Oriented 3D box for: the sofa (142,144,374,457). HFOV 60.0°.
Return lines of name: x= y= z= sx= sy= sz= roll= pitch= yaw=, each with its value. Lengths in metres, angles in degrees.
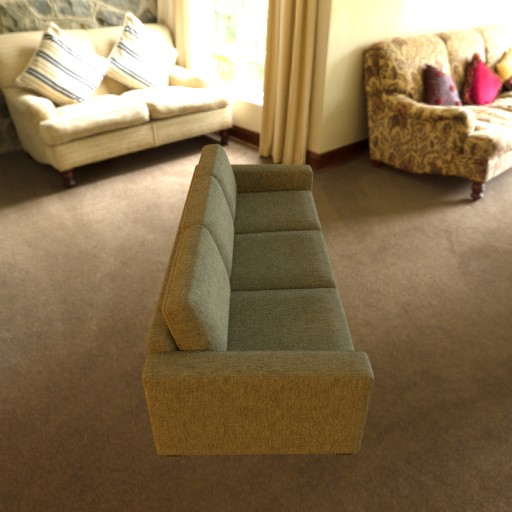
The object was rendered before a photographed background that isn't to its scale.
sofa: x=0.000 y=0.000 z=2.646 sx=0.900 sy=0.800 sz=2.160 roll=0 pitch=33 yaw=0
